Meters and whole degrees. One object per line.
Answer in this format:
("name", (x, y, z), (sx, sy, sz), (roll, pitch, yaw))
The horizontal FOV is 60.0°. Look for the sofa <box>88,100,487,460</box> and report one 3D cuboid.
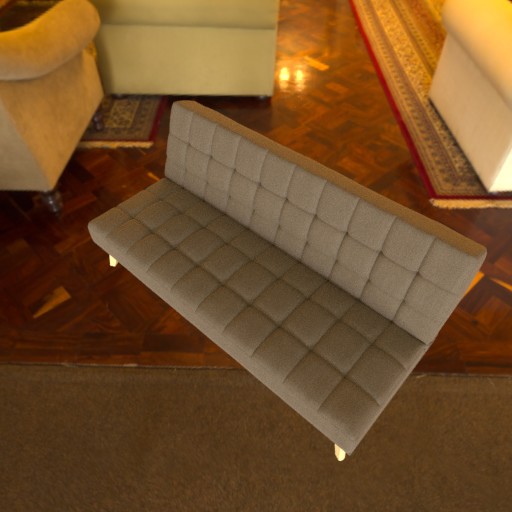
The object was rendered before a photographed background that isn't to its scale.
("sofa", (0.000, 0.000, 2.244), (1.800, 0.810, 0.860), (34, 56, 27))
